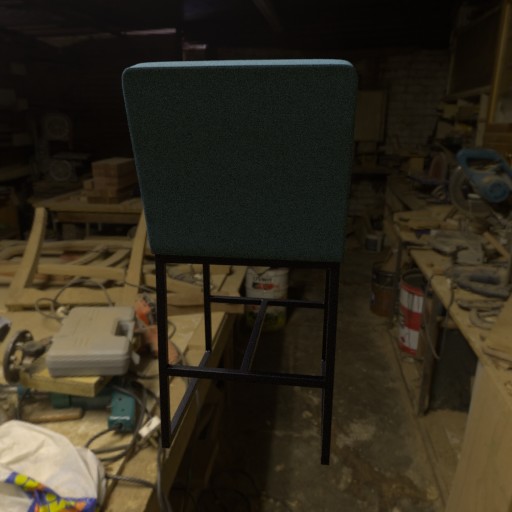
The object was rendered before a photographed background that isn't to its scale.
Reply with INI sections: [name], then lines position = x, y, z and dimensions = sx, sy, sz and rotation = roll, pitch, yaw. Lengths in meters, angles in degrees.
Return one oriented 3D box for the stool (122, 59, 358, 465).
[stool]
position = 0.000, 0.000, 1.220
dimensions = 0.460, 0.940, 0.560
rotation = 2, 18, 8
